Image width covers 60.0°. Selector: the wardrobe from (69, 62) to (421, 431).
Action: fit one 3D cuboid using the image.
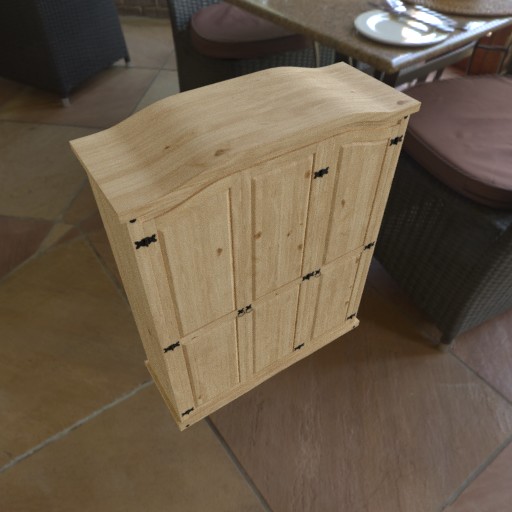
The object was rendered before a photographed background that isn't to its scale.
[{"bbox_3d":[0.000,0.000,2.593,1.500,1.870,0.570,-25,51,-22],"label":"wardrobe"}]
